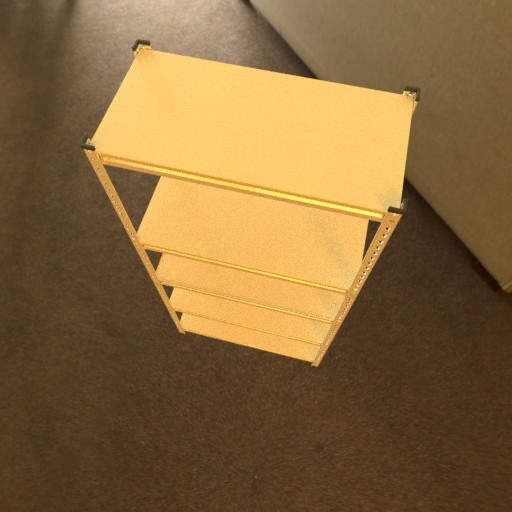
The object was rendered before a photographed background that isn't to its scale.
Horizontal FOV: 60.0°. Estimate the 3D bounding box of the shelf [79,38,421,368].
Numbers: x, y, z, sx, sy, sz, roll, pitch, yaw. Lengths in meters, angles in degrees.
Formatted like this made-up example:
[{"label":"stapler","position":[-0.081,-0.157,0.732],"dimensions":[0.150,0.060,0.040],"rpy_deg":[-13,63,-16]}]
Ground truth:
[{"label":"shelf","position":[0.000,0.000,2.106],"dimensions":[0.914,1.829,0.457],"rpy_deg":[13,64,6]}]
